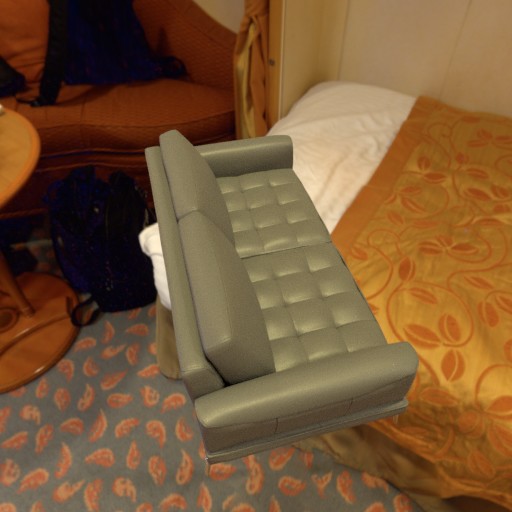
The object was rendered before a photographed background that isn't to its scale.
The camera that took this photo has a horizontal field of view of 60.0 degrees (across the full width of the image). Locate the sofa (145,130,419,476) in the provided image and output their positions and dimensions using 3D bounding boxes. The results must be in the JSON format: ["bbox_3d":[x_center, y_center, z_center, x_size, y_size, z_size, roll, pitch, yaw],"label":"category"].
[{"bbox_3d":[0.000,0.000,2.782,1.121,0.930,2.177,-11,47,-10],"label":"sofa"}]
